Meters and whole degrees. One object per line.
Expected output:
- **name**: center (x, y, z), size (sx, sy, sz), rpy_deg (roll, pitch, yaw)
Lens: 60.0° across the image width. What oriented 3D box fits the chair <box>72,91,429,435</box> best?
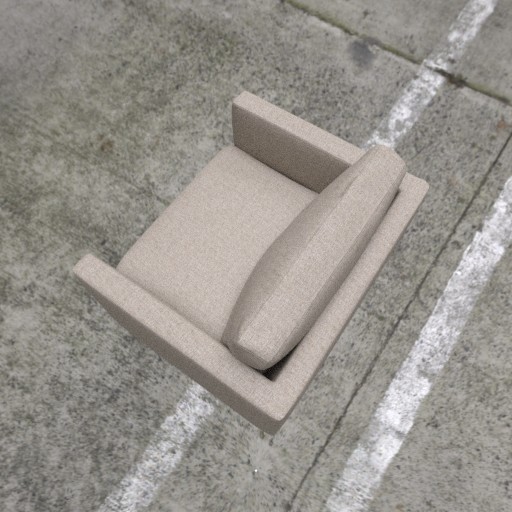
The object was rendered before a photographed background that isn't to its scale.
- **chair**: center (0.000, 0.000, 1.920), size (0.959, 0.961, 1.107), rpy_deg (32, 68, 14)
